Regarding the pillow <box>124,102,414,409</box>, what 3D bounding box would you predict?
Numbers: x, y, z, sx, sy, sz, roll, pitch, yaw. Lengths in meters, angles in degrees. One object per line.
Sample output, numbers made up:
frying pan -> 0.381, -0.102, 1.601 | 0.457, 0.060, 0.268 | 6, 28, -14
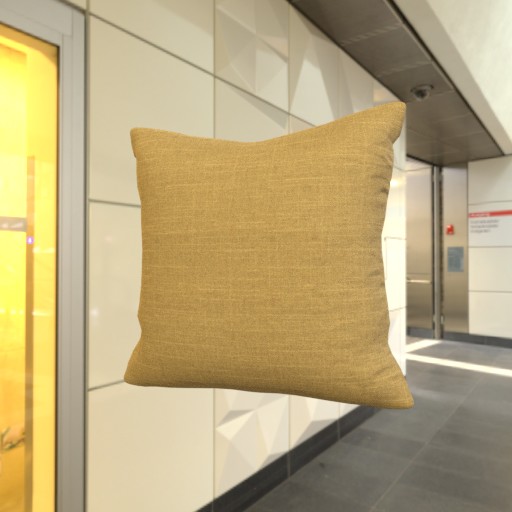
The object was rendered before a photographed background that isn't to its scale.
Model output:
pillow -> 0.000, 0.000, 0.635 | 0.424, 0.400, 0.169 | 0, -1, 17
